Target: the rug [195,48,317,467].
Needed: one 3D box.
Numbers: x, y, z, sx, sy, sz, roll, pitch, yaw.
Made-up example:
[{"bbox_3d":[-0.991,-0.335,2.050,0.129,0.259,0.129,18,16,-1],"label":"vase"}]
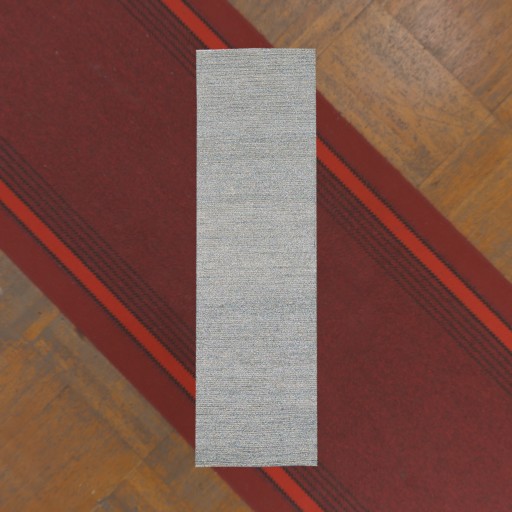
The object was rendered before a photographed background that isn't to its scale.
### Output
[{"bbox_3d":[0.000,0.000,2.471,0.675,0.037,2.341,0,89,1],"label":"rug"}]
